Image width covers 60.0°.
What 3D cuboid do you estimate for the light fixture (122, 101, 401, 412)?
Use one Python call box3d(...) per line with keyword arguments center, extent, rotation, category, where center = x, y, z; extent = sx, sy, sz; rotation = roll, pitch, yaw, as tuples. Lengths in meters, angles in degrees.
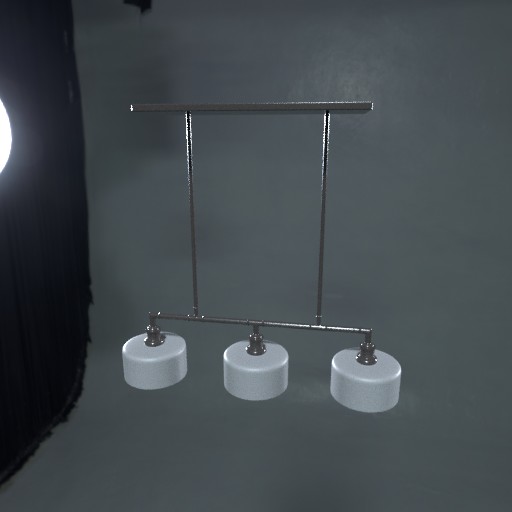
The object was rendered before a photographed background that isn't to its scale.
box3d(center=(0.000, 0.000, 0.867), extent=(0.582, 0.557, 0.177), rotation=(3, 16, 10), category="light fixture")
